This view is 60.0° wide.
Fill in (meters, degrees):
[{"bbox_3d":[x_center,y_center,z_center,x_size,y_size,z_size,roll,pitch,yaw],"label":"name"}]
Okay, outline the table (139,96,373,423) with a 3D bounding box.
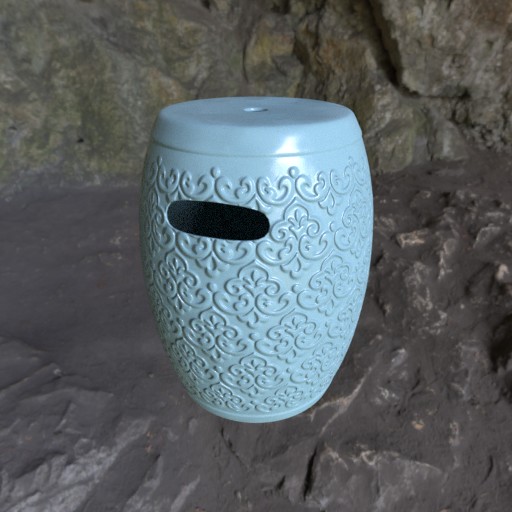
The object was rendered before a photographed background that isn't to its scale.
[{"bbox_3d":[0.000,0.000,0.619,0.309,0.397,0.309,0,27,0],"label":"table"}]
